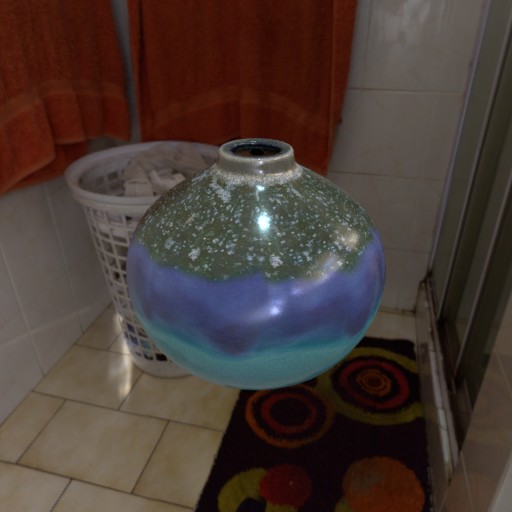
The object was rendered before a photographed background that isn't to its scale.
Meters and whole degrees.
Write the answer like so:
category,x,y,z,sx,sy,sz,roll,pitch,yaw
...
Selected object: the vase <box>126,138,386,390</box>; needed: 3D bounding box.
category,x,y,z,sx,sy,sz,roll,pitch,yaw
vase,0.000,0.000,0.269,0.154,0.133,0.154,0,30,0
